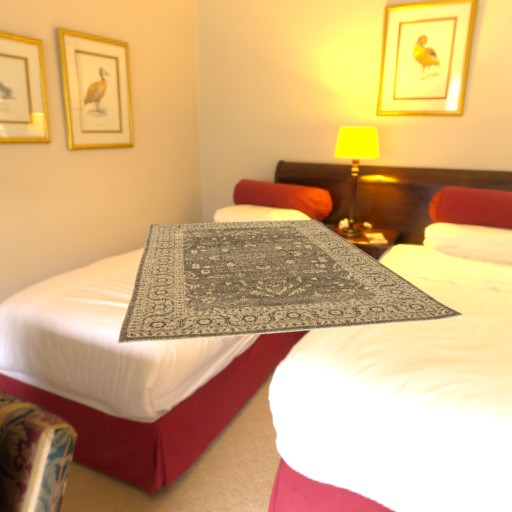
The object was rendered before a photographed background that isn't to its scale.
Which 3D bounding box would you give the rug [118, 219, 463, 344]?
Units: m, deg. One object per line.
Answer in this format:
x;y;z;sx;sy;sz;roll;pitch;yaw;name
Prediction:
0.000;0.000;2.363;1.209;0.019;1.828;-3;16;-9;rug
